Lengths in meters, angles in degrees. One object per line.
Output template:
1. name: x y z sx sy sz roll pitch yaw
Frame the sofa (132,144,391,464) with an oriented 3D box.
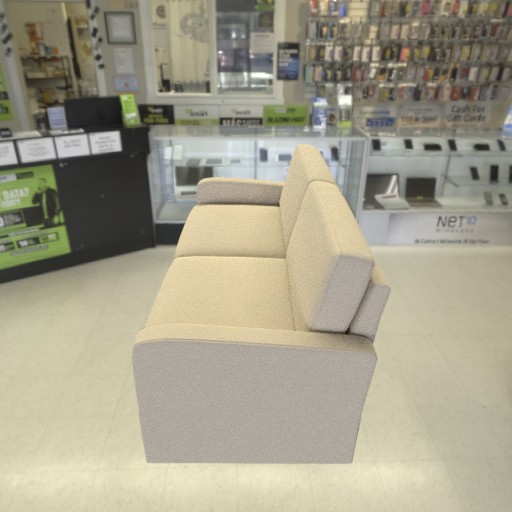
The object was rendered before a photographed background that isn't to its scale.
1. sofa: 0.000 0.000 2.275 0.894 0.831 1.808 0 27 0
